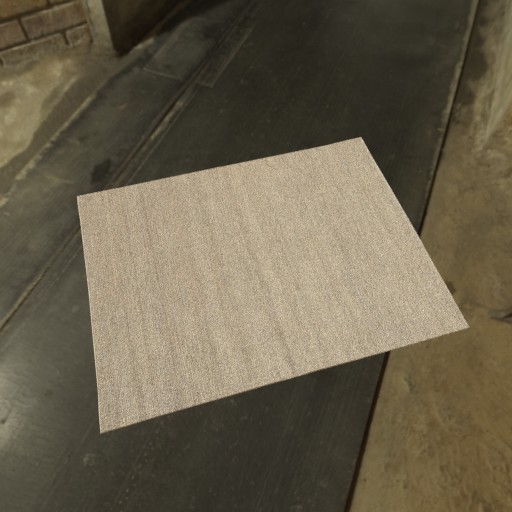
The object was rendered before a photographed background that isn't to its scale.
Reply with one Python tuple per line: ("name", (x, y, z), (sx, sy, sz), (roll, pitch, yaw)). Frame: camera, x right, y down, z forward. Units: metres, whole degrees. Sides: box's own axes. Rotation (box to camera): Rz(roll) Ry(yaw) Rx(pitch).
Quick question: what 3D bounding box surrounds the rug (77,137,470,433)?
("rug", (0.000, 0.000, 4.800), (3.626, 0.051, 2.757), (-13, 59, -8))
